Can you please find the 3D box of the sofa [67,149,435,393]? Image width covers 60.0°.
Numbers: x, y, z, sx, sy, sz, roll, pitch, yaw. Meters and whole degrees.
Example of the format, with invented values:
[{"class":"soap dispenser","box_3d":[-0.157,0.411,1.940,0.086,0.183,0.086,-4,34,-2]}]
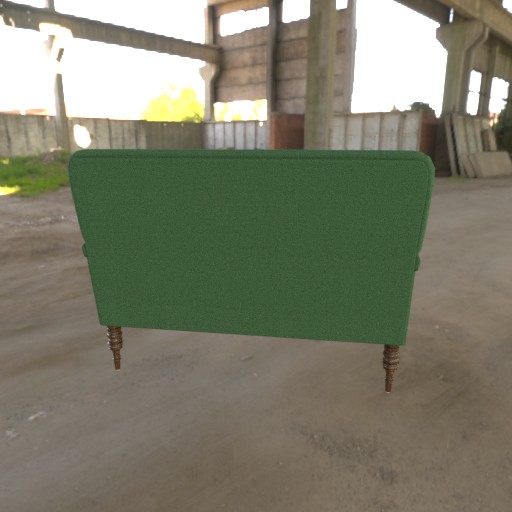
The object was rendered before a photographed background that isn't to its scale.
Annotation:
[{"class":"sofa","box_3d":[0.000,0.000,1.861,1.297,0.889,0.779,2,15,9]}]
